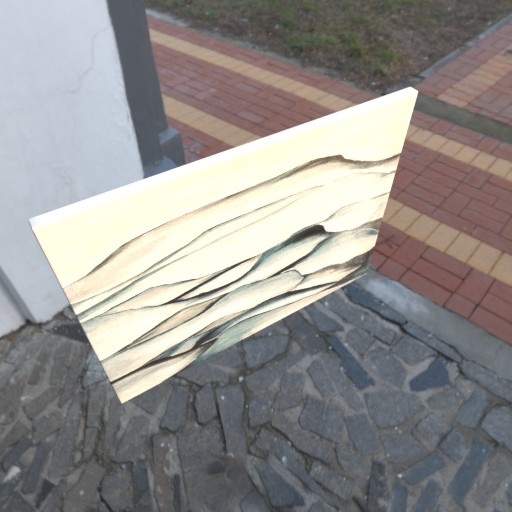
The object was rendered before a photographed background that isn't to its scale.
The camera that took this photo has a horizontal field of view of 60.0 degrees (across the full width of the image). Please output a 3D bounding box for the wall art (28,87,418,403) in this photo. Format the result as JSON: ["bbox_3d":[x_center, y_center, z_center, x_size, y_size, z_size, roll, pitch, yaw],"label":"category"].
[{"bbox_3d":[0.000,0.000,1.564,1.219,0.915,0.039,-25,52,-21],"label":"wall art"}]
